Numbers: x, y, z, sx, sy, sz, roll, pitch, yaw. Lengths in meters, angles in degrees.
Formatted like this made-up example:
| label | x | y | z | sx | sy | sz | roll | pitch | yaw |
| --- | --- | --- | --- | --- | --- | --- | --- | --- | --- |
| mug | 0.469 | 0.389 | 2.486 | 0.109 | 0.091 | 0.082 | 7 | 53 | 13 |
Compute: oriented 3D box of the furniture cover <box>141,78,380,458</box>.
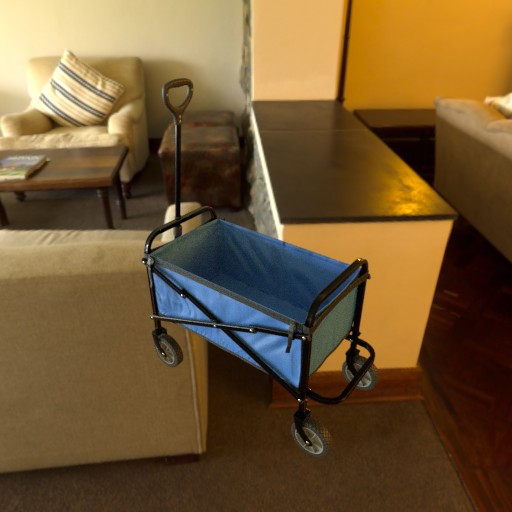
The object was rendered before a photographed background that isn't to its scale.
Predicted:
| label | x | y | z | sx | sy | sz | roll | pitch | yaw |
| --- | --- | --- | --- | --- | --- | --- | --- | --- | --- |
| furniture cover | 0.000 | 0.000 | 1.814 | 1.038 | 1.295 | 0.532 | 21 | 37 | 31 |
